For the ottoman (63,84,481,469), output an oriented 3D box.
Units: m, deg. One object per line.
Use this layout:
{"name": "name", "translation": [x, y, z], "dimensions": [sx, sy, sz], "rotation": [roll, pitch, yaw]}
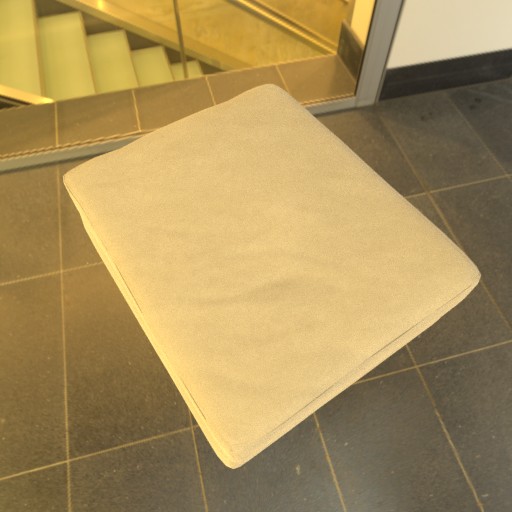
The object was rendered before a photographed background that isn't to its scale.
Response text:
{"name": "ottoman", "translation": [0.000, 0.000, 1.440], "dimensions": [0.836, 0.492, 1.002], "rotation": [-30, 63, -17]}
